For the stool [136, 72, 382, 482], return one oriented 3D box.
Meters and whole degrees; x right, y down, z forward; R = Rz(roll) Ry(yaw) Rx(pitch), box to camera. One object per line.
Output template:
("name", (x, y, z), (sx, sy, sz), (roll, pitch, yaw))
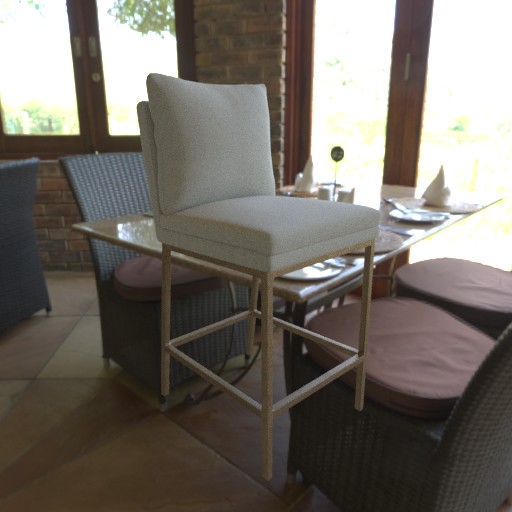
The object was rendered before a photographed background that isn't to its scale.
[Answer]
("stool", (0.000, 0.000, 1.346), (0.463, 1.032, 0.572), (-15, 22, -42))
